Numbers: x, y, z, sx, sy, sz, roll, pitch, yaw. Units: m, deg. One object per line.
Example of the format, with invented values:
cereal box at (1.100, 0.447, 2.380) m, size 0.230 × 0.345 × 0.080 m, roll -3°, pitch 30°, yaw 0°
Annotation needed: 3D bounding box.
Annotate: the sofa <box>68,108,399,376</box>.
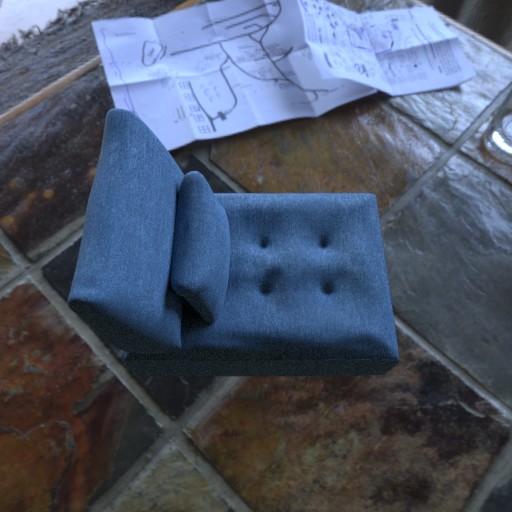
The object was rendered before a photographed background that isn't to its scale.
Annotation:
sofa at (0.000, 0.000, 1.583) m, size 1.000 × 0.820 × 0.700 m, roll 0°, pitch 64°, yaw 0°
